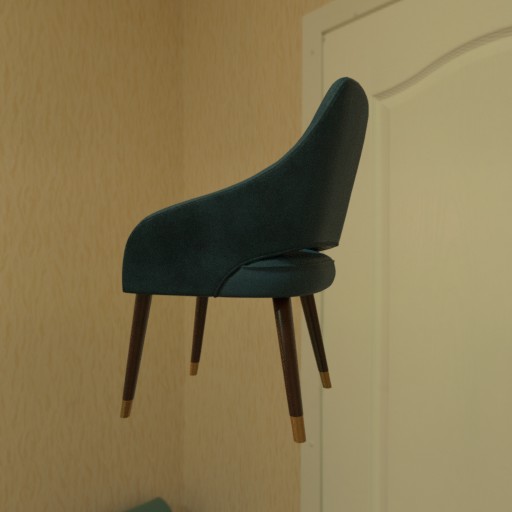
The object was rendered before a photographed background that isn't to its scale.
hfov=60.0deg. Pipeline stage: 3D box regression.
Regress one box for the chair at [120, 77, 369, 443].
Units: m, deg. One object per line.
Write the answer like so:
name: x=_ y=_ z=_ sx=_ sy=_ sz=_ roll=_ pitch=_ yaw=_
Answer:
chair: x=0.000 y=0.000 z=1.622 sx=0.794 sy=1.081 sz=0.683 roll=0 pitch=1 yaw=18
